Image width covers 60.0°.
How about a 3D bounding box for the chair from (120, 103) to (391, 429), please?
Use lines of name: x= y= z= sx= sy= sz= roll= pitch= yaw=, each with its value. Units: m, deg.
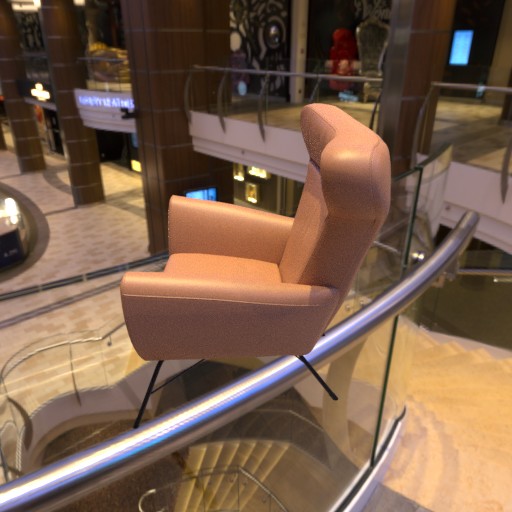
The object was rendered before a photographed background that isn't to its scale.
chair: x=0.000 y=0.000 z=1.748 sx=0.900 sy=1.050 sz=0.980 roll=0 pitch=26 yaw=1
